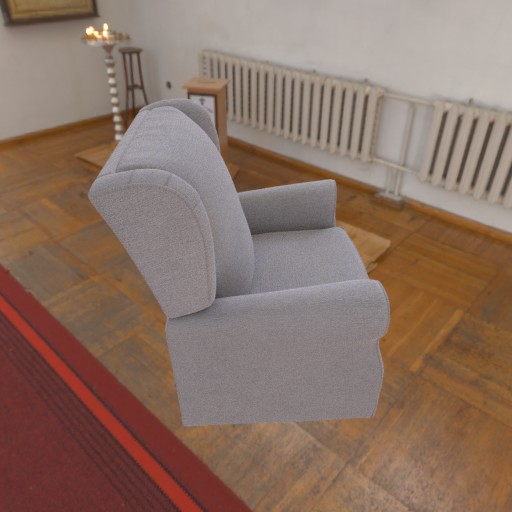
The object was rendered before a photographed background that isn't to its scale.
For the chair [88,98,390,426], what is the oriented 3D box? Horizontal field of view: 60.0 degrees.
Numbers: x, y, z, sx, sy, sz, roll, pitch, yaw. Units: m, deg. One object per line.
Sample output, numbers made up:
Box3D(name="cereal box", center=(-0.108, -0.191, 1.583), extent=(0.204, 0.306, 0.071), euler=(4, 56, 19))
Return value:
Box3D(name="chair", center=(0.000, 0.000, 1.643), extent=(0.854, 0.966, 0.906), euler=(-1, 33, -2))
